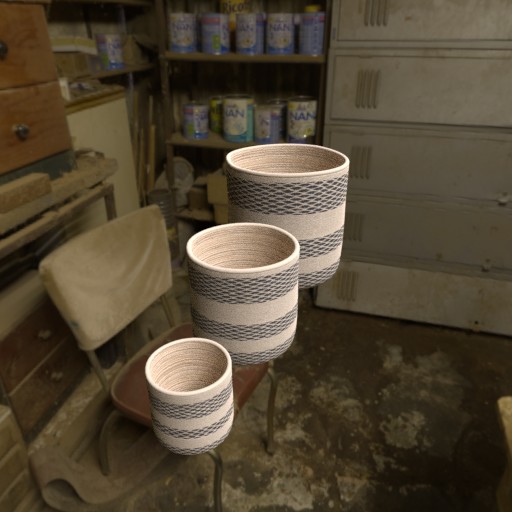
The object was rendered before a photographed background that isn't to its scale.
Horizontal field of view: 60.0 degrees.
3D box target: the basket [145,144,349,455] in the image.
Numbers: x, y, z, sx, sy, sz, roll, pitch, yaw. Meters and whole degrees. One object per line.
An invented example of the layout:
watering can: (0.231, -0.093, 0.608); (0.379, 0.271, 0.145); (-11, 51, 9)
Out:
basket: (0.000, 0.000, 1.092); (0.351, 0.356, 0.917); (9, 29, 16)
